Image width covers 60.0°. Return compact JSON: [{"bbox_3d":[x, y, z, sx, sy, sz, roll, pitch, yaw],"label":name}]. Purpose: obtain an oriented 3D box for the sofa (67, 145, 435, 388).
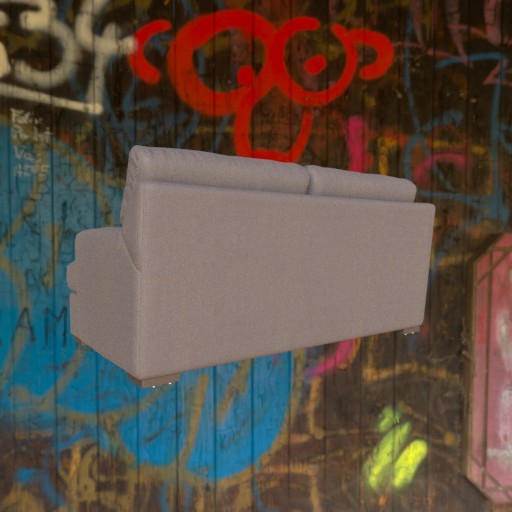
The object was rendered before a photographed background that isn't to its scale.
[{"bbox_3d":[0.000,0.000,2.539,1.880,0.940,1.143,-2,3,-36],"label":"sofa"}]
